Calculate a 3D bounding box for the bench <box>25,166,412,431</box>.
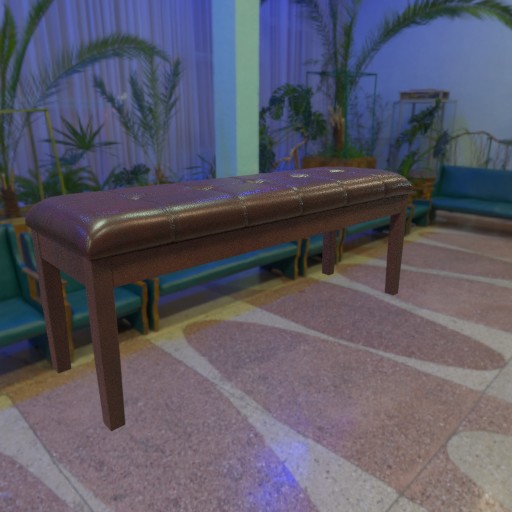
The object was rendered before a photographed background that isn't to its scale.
[{"bbox_3d":[0.000,0.000,1.451,1.259,0.491,0.401,-15,23,-40],"label":"bench"}]
